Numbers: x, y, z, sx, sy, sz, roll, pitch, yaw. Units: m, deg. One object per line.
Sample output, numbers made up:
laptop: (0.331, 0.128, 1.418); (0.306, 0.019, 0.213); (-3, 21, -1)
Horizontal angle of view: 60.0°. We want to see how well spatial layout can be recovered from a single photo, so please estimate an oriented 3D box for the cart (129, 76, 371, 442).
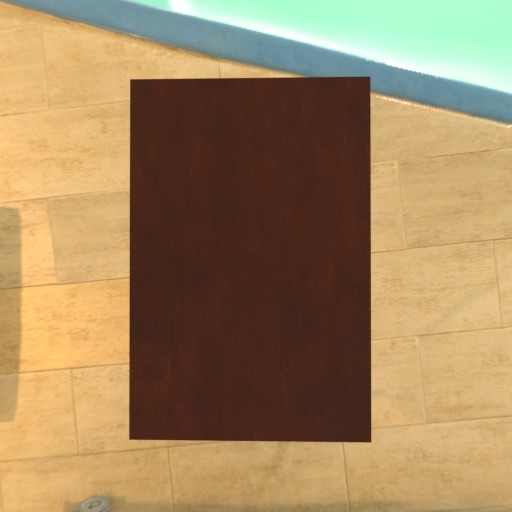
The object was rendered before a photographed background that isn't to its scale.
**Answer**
cart: (0.000, 0.000, 1.242); (0.442, 0.864, 0.683); (0, 89, 2)
